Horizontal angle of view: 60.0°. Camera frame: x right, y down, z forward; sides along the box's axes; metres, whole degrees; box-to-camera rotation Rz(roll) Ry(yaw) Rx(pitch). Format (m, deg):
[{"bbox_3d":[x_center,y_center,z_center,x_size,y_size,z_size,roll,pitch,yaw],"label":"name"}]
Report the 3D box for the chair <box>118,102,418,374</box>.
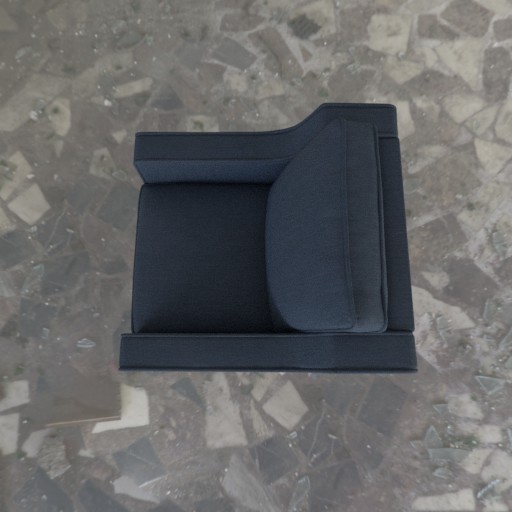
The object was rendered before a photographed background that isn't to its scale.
[{"bbox_3d":[0.000,0.000,1.647,0.909,0.960,0.831,0,76,0],"label":"chair"}]
